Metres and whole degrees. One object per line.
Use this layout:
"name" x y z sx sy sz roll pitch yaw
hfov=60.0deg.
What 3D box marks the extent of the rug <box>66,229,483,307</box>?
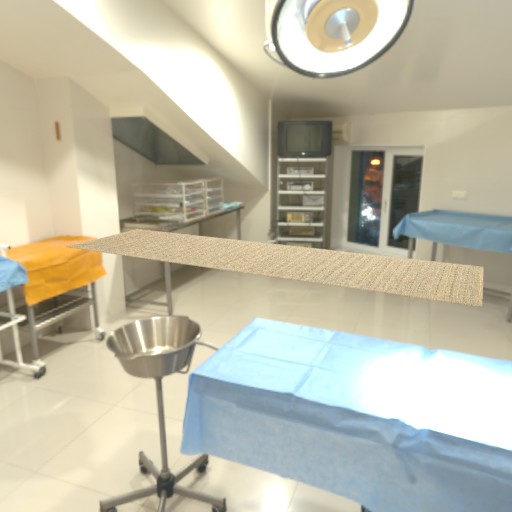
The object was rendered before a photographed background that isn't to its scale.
"rug" 0.000 0.000 2.657 2.437 0.005 0.688 7 16 26
